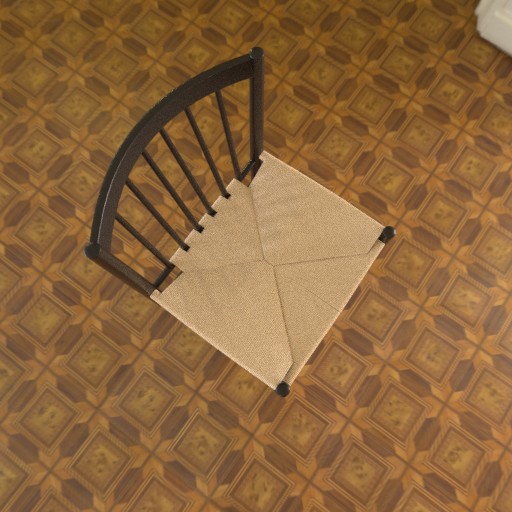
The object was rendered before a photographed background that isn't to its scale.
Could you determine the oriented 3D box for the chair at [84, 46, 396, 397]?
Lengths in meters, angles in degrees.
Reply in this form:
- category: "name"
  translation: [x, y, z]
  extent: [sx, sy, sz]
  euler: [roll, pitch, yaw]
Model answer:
- category: "chair"
  translation: [0.000, 0.000, 1.135]
  extent: [0.516, 0.818, 0.495]
  euler: [35, 79, 8]
